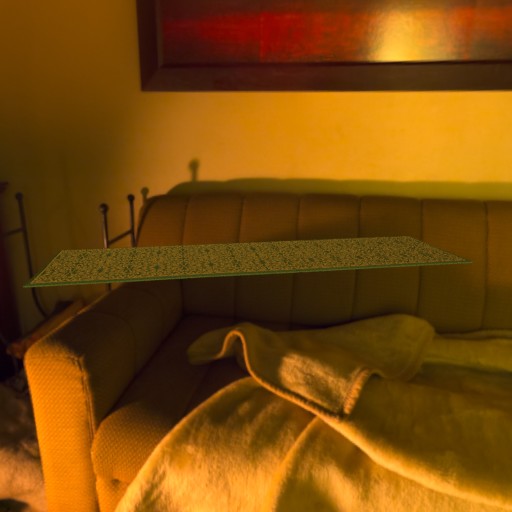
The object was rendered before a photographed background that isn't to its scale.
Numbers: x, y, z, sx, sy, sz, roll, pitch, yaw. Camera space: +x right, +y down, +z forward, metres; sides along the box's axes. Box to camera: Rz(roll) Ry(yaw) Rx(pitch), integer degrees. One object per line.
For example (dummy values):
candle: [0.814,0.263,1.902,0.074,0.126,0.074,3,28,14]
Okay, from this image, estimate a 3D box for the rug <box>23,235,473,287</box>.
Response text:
rug: [0.000,0.000,2.446,2.196,0.011,0.662,-3,15,-10]
